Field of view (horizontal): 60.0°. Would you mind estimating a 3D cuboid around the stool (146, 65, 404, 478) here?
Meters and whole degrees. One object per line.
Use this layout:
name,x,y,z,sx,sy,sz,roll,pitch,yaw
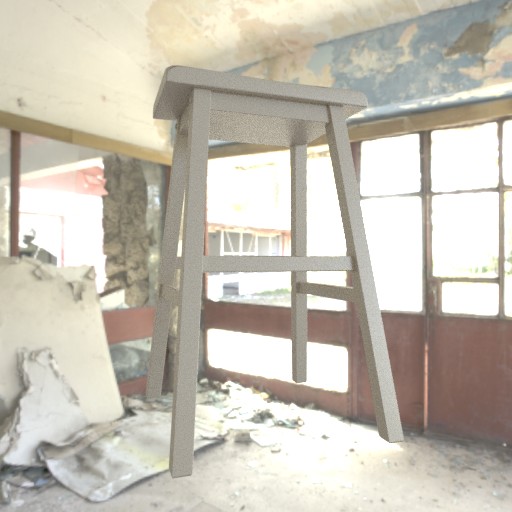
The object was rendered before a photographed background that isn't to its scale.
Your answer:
stool,0.000,0.000,1.031,0.457,0.737,0.476,0,0,-19
